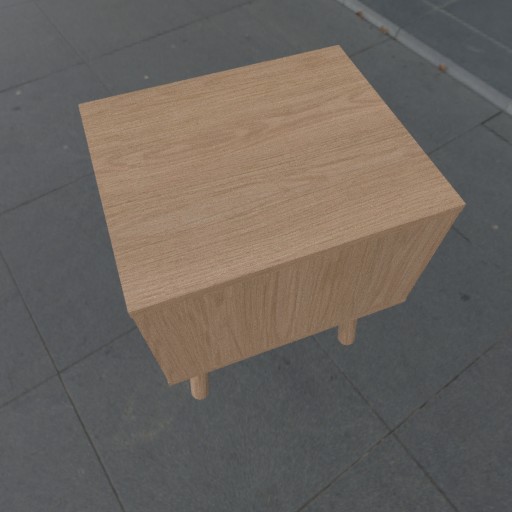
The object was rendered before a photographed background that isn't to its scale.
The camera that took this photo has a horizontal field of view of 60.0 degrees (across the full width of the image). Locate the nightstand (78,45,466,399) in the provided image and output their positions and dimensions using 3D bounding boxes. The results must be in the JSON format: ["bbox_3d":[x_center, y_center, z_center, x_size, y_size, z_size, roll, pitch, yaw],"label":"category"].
[{"bbox_3d":[0.000,0.000,0.879,0.450,0.571,0.380,-17,59,-11],"label":"nightstand"}]
